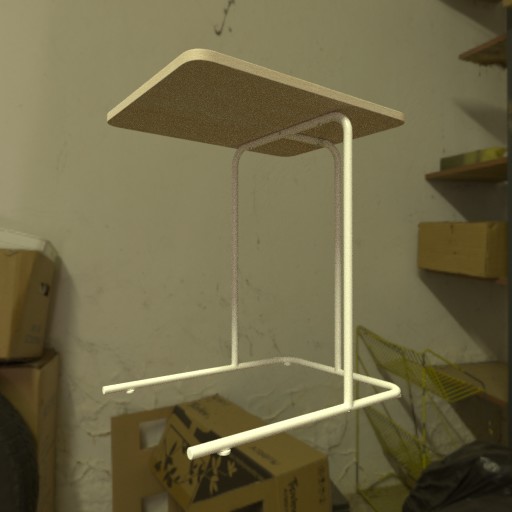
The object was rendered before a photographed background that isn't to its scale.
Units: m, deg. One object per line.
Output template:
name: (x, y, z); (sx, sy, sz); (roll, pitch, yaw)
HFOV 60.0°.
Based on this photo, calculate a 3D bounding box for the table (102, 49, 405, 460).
table: (0.000, 0.000, 0.870); (0.480, 0.550, 0.370); (0, -1, -37)
